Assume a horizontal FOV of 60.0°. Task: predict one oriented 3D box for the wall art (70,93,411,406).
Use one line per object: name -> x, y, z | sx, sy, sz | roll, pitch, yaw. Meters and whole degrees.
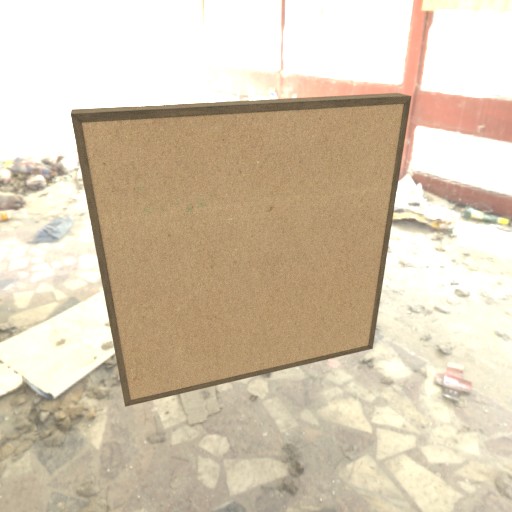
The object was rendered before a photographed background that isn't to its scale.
wall art -> 0.000, 0.000, 0.766 | 0.508, 0.508, 0.038 | -9, 29, -16
